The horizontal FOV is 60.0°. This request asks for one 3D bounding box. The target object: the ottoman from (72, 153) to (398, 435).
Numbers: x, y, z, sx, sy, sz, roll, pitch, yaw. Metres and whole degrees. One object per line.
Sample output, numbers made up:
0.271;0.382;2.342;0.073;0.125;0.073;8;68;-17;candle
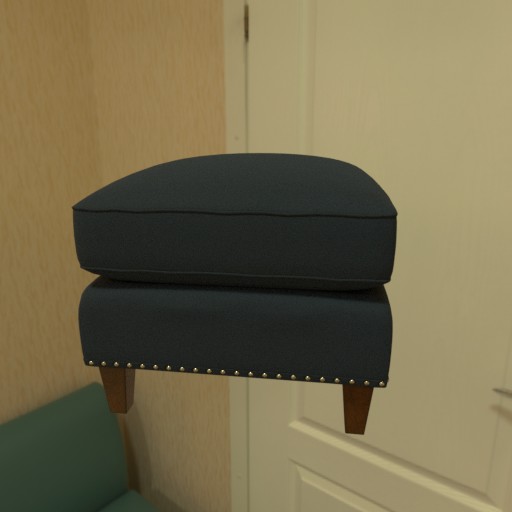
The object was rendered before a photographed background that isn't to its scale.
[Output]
0.000;0.000;1.136;0.584;0.513;0.741;2;15;8;ottoman
